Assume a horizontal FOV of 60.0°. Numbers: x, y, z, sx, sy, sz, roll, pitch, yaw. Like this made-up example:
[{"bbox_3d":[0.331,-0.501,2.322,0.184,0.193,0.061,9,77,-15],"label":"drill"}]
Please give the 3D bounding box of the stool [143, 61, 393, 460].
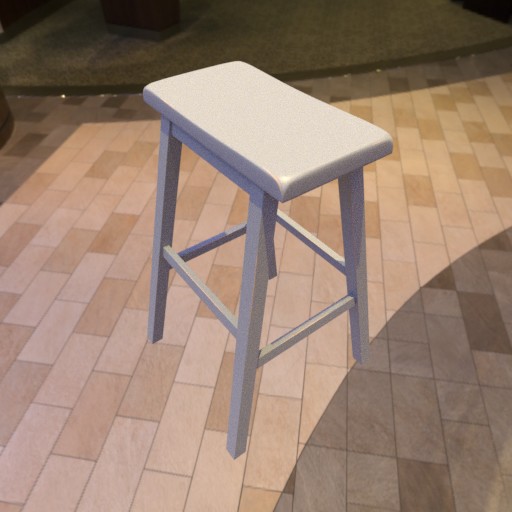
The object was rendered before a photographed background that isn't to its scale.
[{"bbox_3d":[0.000,0.000,1.055,0.476,0.737,0.457,-27,49,-26],"label":"stool"}]
